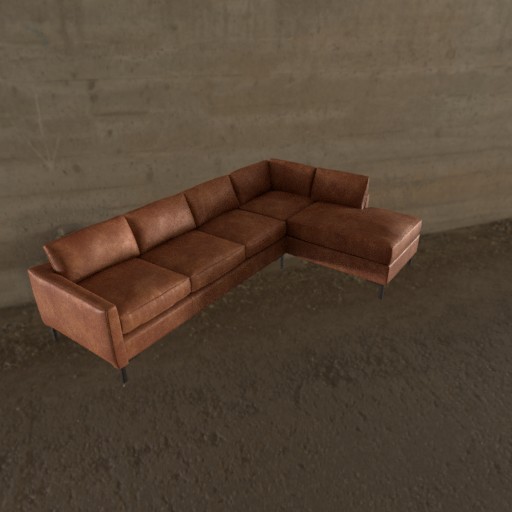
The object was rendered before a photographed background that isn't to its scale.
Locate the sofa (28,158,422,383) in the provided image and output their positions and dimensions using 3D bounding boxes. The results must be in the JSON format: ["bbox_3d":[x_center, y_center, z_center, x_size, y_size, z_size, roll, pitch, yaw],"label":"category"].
[{"bbox_3d":[0.000,0.000,3.843,1.938,0.877,2.984,19,33,31],"label":"sofa"}]
